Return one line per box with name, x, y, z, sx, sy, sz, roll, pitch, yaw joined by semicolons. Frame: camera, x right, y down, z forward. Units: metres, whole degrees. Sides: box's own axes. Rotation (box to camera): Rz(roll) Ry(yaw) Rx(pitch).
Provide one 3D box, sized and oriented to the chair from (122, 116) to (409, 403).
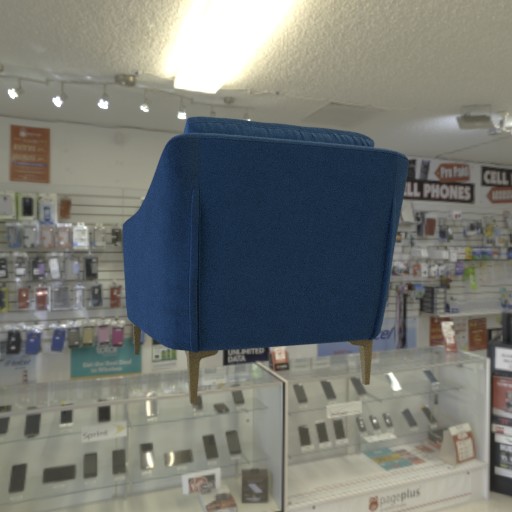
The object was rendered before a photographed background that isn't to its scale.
chair;0.000;0.000;1.753;0.987;0.899;0.961;0;0;-18
